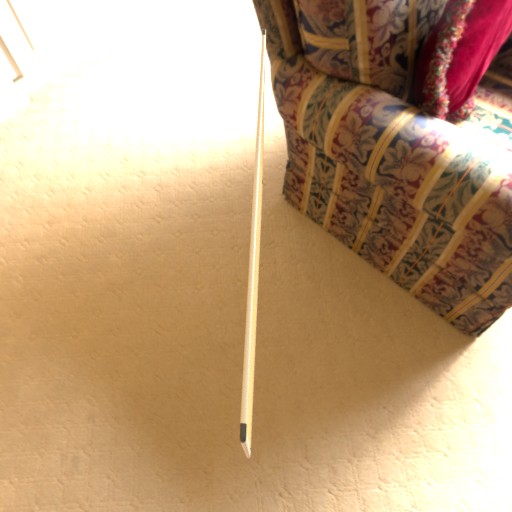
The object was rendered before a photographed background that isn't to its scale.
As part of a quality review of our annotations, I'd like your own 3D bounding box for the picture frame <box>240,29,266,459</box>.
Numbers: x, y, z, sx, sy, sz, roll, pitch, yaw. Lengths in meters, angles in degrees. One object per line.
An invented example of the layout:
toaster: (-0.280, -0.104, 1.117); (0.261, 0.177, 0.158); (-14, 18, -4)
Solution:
picture frame: (0.000, 0.000, 1.106); (0.010, 0.600, 0.900); (2, 63, 1)
